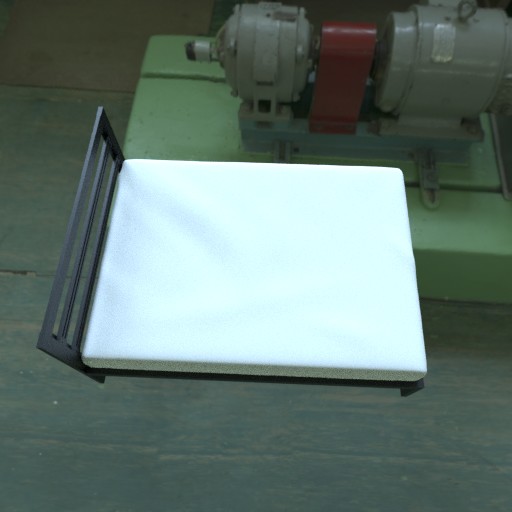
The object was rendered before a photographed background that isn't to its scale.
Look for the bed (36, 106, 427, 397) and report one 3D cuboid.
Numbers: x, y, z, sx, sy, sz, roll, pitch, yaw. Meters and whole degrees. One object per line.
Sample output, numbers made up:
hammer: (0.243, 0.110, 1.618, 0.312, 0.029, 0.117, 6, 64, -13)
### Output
bed: (0.000, 0.000, 2.858, 2.062, 0.967, 1.524, 2, 64, 1)
